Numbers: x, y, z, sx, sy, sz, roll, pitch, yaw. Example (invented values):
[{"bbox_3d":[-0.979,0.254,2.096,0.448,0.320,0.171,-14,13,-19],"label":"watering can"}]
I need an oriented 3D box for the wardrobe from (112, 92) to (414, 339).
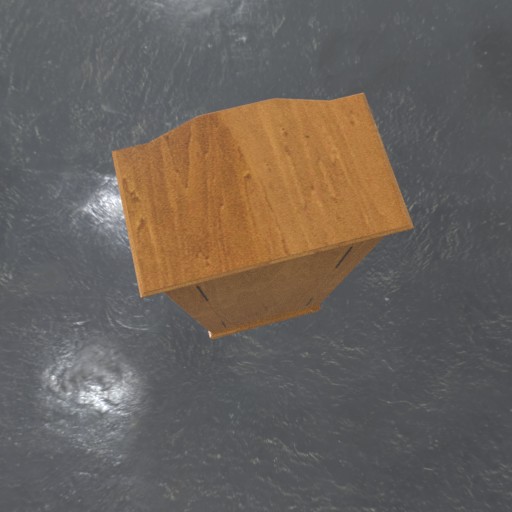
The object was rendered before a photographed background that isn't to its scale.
[{"bbox_3d":[0.000,0.000,1.126,0.406,0.959,0.273,-14,76,-4],"label":"wardrobe"}]
